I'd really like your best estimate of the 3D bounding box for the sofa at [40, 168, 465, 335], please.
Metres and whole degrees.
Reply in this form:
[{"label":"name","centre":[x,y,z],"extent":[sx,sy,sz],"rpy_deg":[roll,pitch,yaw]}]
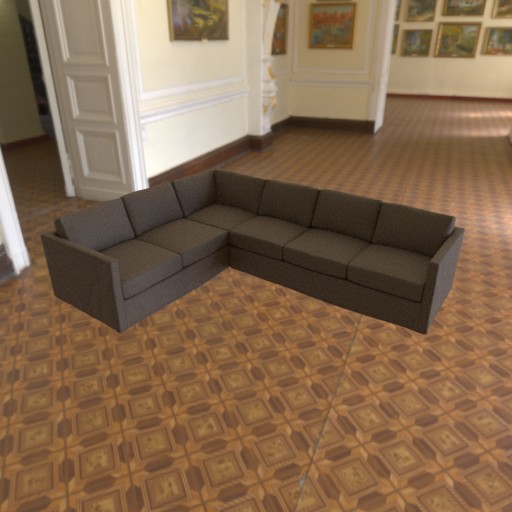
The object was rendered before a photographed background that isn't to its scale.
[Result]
[{"label":"sofa","centre":[0.000,0.000,4.245],"extent":[3.182,0.871,2.432],"rpy_deg":[17,31,31]}]
